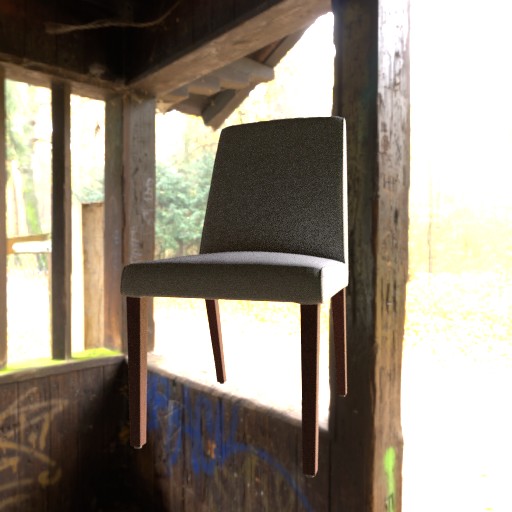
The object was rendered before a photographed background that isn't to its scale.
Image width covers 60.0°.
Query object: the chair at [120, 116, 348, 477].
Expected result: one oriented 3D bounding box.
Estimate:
[{"bbox_3d":[0.000,0.000,1.231,0.480,0.900,0.594,0,1,18],"label":"chair"}]
